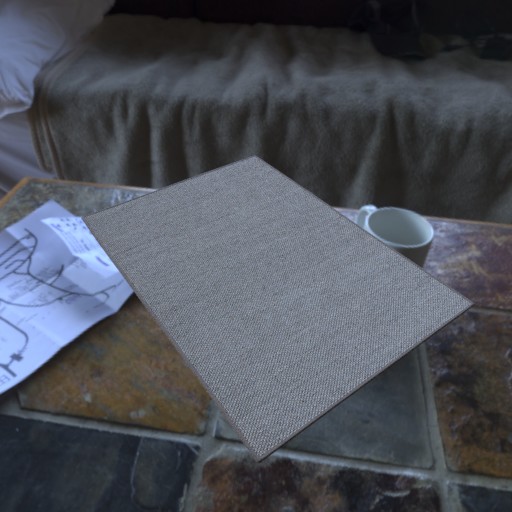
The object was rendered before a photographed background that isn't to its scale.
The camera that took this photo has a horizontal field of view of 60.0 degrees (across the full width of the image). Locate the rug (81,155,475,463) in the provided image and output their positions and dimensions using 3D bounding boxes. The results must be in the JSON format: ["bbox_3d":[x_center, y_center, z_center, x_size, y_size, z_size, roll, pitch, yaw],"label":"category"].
[{"bbox_3d":[0.000,0.000,2.799,1.517,0.013,2.115,-26,47,-26],"label":"rug"}]
